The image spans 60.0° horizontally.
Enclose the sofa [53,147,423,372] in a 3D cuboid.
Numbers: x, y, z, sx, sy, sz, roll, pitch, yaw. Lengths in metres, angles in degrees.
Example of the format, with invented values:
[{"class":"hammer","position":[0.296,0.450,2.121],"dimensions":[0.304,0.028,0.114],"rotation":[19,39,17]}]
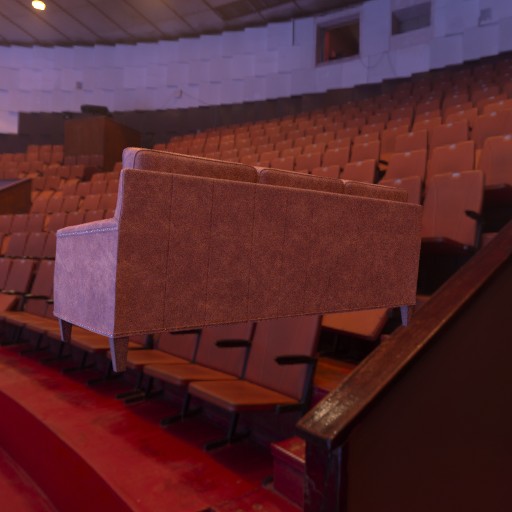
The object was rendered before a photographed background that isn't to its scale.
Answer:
[{"class":"sofa","position":[0.000,0.000,2.886],"dimensions":[2.246,1.003,1.084],"rotation":[0,0,-37]}]
